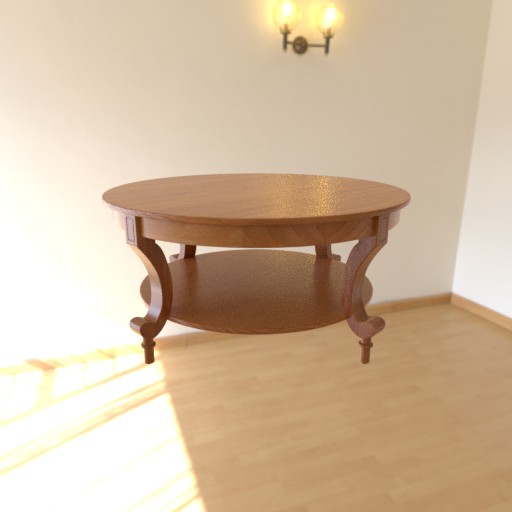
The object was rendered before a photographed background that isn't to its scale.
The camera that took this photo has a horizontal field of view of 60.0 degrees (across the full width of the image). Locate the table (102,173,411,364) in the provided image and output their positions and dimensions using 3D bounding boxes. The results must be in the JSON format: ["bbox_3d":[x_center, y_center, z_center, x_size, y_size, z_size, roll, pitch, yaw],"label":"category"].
[{"bbox_3d":[0.000,0.000,1.617,1.029,0.490,1.029,0,17,0],"label":"table"}]
